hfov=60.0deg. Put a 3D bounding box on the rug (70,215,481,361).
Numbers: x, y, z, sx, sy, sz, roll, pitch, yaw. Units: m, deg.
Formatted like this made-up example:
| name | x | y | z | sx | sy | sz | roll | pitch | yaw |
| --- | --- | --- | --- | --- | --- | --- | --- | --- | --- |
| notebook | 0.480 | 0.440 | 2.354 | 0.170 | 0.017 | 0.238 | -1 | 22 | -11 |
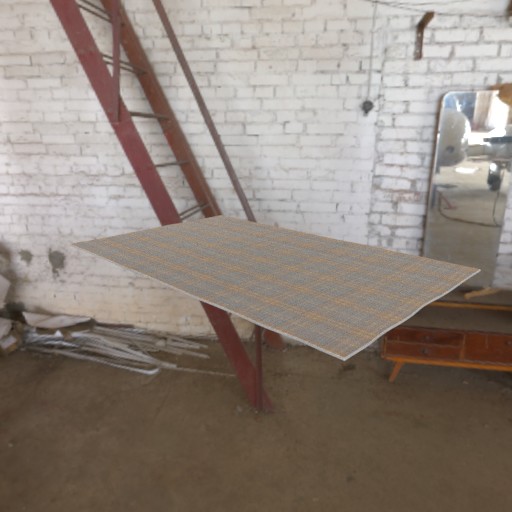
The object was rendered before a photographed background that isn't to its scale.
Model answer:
| name | x | y | z | sx | sy | sz | roll | pitch | yaw |
| --- | --- | --- | --- | --- | --- | --- | --- | --- | --- |
| rug | 0.000 | 0.000 | 3.078 | 2.460 | 0.016 | 1.545 | 16 | 23 | 42 |
